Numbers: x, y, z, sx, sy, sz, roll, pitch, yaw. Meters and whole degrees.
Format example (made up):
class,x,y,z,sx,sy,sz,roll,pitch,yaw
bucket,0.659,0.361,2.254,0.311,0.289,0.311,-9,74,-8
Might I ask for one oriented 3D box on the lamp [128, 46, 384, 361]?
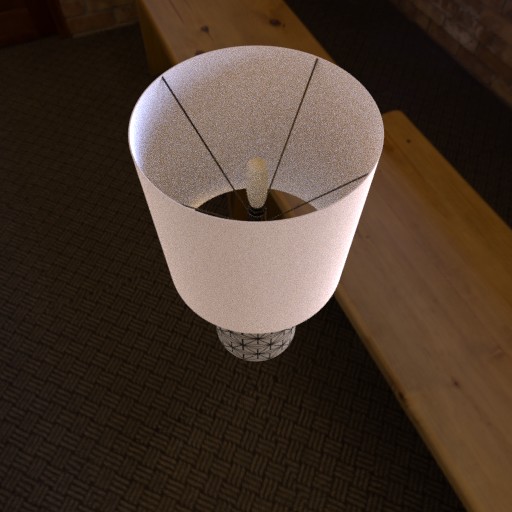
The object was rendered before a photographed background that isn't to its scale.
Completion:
class,x,y,z,sx,sy,sz,roll,pitch,yaw
lamp,0.000,0.000,0.538,0.206,0.416,0.206,30,63,17
